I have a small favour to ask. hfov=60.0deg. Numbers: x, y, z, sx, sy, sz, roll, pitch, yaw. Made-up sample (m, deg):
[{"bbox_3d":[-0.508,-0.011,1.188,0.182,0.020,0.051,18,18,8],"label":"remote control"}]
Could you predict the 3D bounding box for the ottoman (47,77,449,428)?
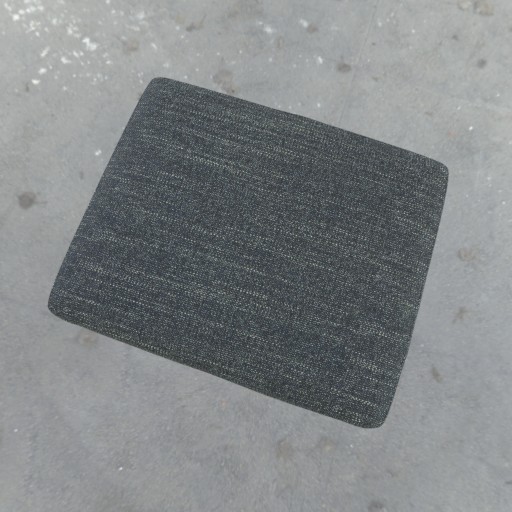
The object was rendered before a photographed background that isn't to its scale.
[{"bbox_3d":[0.000,0.000,1.223,0.814,0.491,0.667,19,76,5],"label":"ottoman"}]
